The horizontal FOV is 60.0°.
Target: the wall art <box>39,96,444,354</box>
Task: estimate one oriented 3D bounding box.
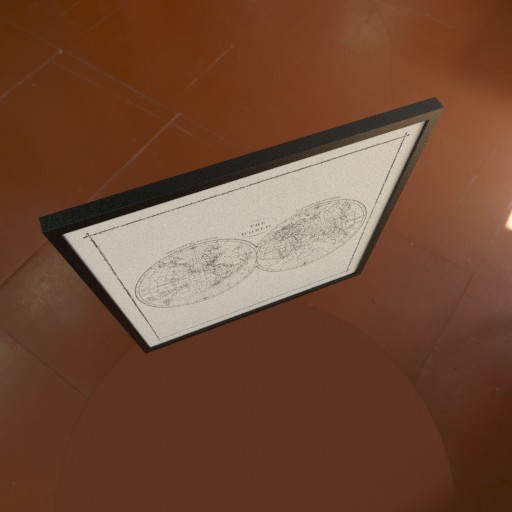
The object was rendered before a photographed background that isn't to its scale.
[{"bbox_3d":[0.000,0.000,1.149,0.773,0.775,0.031,-19,64,-10],"label":"wall art"}]
